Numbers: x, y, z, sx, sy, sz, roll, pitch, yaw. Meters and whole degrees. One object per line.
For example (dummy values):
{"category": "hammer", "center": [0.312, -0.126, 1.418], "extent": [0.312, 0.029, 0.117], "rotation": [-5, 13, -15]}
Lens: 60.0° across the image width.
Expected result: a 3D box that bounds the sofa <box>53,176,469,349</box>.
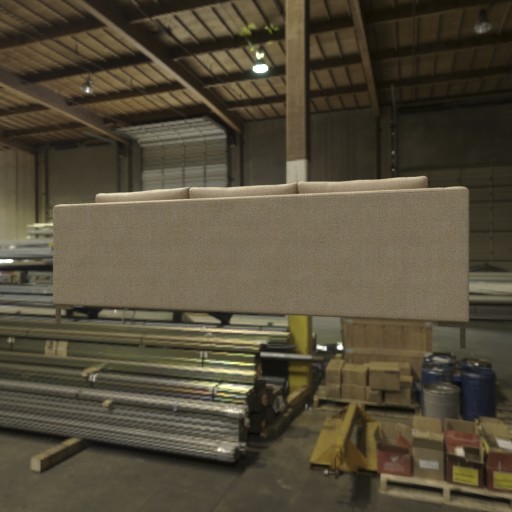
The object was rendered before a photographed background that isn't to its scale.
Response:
{"category": "sofa", "center": [0.000, 0.000, 2.898], "extent": [2.415, 0.867, 0.969], "rotation": [0, 0, 19]}
